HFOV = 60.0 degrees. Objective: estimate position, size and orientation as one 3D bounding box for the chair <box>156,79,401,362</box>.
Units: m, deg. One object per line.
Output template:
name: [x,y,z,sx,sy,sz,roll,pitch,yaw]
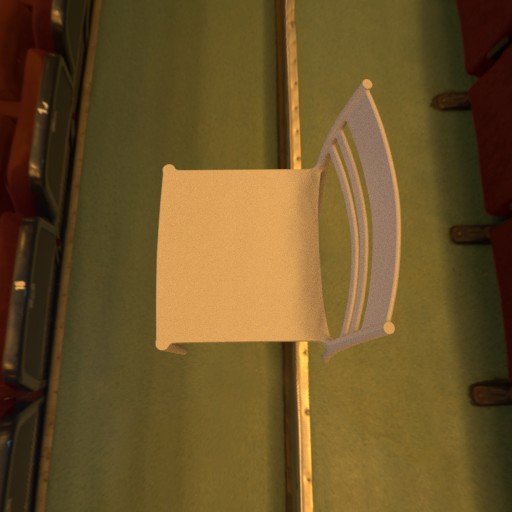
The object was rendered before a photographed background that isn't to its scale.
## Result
chair: [0.000,0.000,1.152,0.511,0.800,0.531,-1,76,0]
